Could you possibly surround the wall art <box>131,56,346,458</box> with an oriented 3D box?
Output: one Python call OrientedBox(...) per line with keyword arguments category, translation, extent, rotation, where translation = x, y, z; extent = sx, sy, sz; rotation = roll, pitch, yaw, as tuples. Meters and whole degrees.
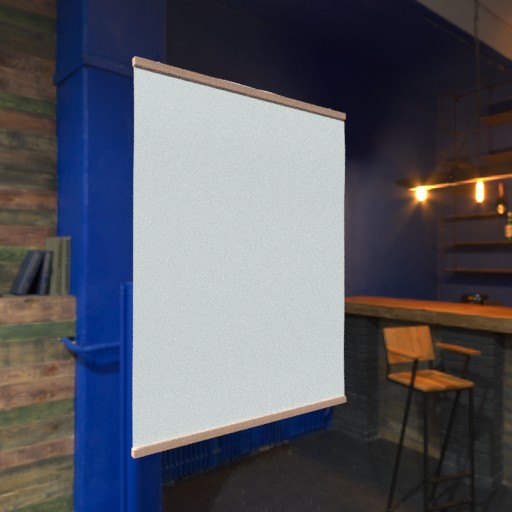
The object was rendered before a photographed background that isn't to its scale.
OrientedBox(category="wall art", translation=(0.000, 0.000, 1.336), extent=(0.758, 1.013, 0.020), rotation=(0, -1, -35))
